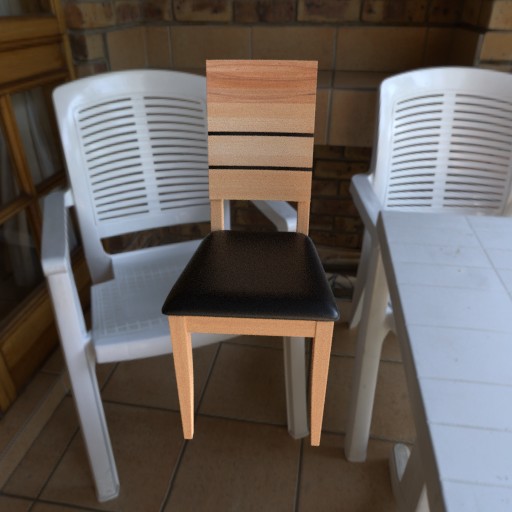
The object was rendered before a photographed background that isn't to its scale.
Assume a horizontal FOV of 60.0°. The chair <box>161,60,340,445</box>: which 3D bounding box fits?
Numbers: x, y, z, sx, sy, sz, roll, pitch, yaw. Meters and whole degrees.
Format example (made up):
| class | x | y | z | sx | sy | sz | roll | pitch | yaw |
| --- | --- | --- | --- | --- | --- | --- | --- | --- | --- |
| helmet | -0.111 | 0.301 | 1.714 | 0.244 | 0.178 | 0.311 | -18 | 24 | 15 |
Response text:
| class | x | y | z | sx | sy | sz | roll | pitch | yaw |
| --- | --- | --- | --- | --- | --- | --- | --- | --- | --- |
| chair | 0.000 | 0.000 | 1.224 | 0.410 | 0.940 | 0.520 | 2 | 31 | 3 |
